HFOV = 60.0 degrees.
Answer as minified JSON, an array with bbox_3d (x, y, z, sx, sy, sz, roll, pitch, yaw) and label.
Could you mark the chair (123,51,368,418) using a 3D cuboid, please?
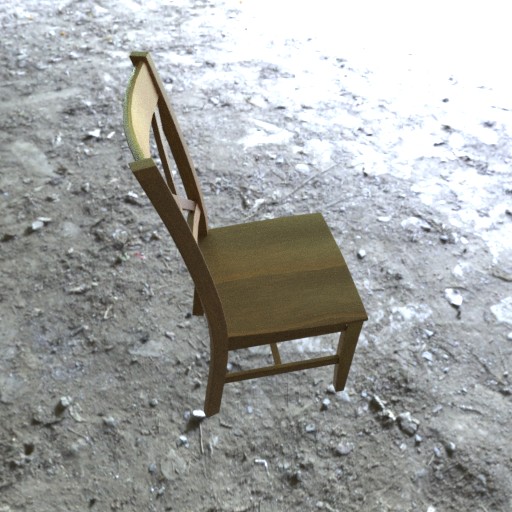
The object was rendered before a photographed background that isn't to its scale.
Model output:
[{"bbox_3d":[0.000,0.000,1.256,0.542,0.983,0.485,-8,47,-8],"label":"chair"}]
